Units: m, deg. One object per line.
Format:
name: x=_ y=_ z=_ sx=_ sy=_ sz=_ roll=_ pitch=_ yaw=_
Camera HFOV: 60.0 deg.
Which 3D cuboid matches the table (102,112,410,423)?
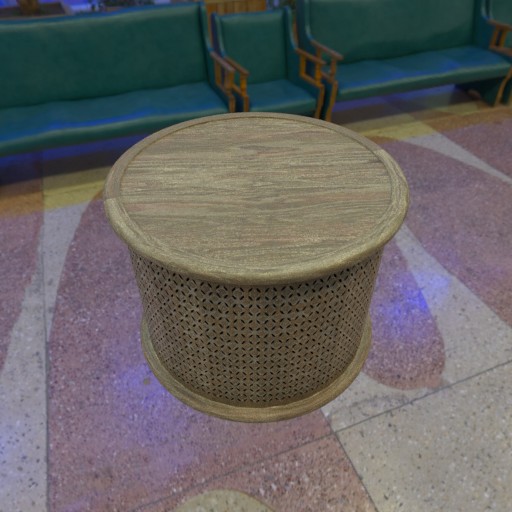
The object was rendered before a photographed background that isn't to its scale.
table: x=0.000 y=0.000 z=1.045 sx=0.607 sy=0.450 sz=0.607 roll=0 pitch=41 yaw=0
